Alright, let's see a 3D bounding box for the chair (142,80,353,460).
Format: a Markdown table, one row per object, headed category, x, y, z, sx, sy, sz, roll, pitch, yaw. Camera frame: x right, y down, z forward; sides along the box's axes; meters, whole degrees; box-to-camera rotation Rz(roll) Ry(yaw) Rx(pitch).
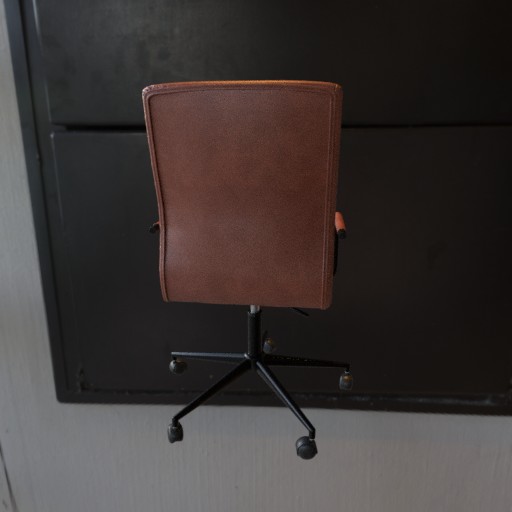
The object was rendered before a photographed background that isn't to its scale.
| category | x | y | z | sx | sy | sz | roll | pitch | yaw |
| --- | --- | --- | --- | --- | --- | --- | --- | --- | --- |
| chair | 0.000 | 0.000 | 1.263 | 0.600 | 0.878 | 0.578 | 2 | 16 | 7 |
